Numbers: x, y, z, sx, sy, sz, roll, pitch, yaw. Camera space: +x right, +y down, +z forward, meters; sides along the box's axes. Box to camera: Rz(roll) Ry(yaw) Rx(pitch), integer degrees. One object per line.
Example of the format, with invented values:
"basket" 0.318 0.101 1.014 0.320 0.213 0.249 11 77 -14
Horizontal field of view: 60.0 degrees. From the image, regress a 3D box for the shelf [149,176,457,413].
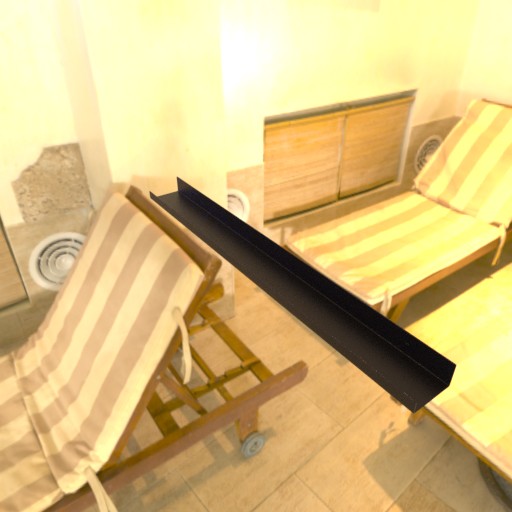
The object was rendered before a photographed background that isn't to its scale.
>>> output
"shelf" 0.000 0.000 0.984 0.092 0.049 0.924 -21 38 -30
